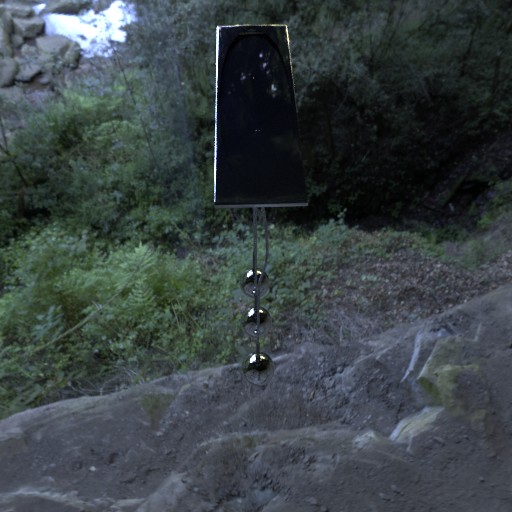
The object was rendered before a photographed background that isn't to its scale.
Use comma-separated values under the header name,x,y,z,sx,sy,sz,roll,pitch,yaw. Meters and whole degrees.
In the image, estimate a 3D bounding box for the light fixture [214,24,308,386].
name,x,y,z,sx,sy,sz,roll,pitch,yaw
light fixture,0.000,0.000,1.649,0.188,1.408,0.623,-2,59,-1
